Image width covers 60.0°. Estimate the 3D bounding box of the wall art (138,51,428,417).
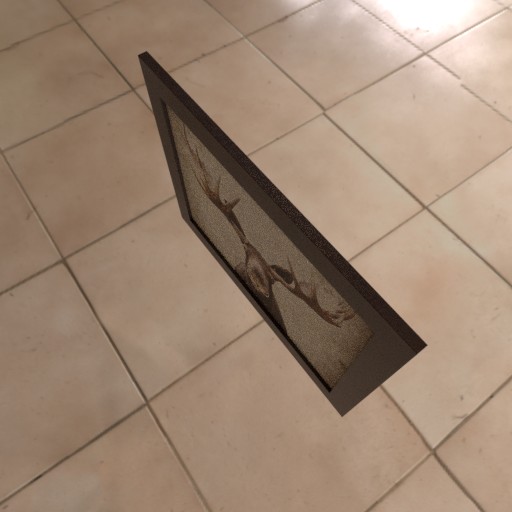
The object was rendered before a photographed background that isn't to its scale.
[{"bbox_3d":[0.000,0.000,1.612,0.034,0.952,1.207,-34,67,-16],"label":"wall art"}]
